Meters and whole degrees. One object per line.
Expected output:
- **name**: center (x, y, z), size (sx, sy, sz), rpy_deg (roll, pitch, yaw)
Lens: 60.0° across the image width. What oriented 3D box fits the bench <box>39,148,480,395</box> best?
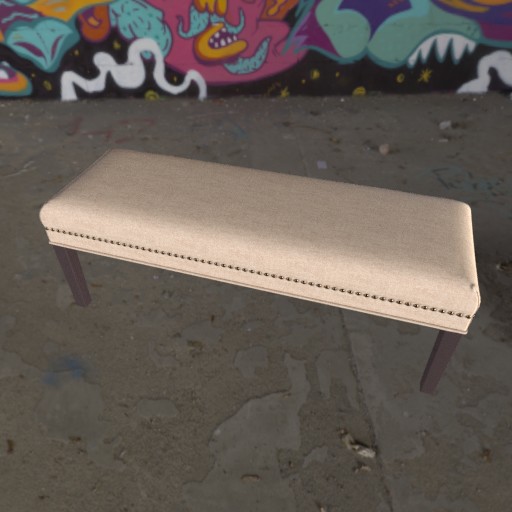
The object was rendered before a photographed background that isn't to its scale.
- **bench**: center (0.000, 0.000, 1.420), size (1.219, 0.457, 0.410), rpy_deg (11, 42, 13)
